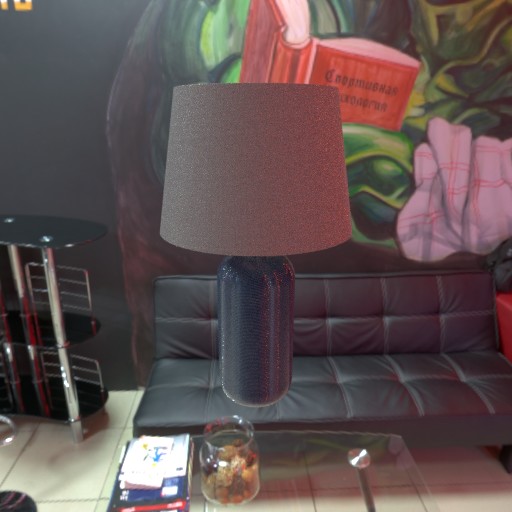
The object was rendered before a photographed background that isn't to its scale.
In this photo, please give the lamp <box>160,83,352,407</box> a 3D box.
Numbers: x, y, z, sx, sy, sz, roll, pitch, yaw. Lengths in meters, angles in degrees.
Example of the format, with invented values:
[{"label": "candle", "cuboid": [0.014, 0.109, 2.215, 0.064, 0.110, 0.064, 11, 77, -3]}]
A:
[{"label": "lamp", "cuboid": [0.000, 0.000, 0.606, 0.253, 0.428, 0.253, 0, 17, 0]}]
